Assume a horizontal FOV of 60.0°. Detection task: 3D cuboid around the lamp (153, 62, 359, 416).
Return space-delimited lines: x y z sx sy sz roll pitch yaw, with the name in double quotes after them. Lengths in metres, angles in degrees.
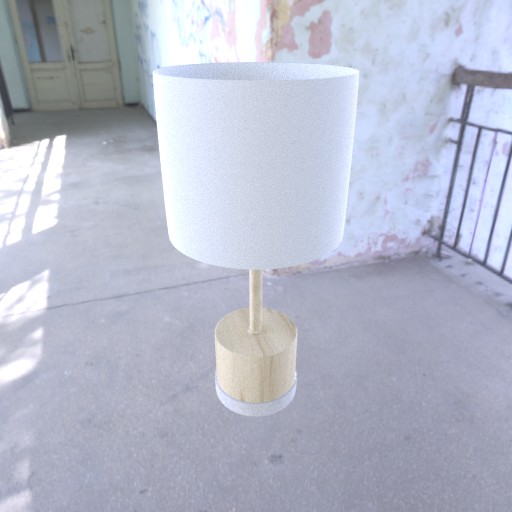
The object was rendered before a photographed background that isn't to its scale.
0.000 0.000 0.604 0.229 0.470 0.229 -8 28 -15 "lamp"
